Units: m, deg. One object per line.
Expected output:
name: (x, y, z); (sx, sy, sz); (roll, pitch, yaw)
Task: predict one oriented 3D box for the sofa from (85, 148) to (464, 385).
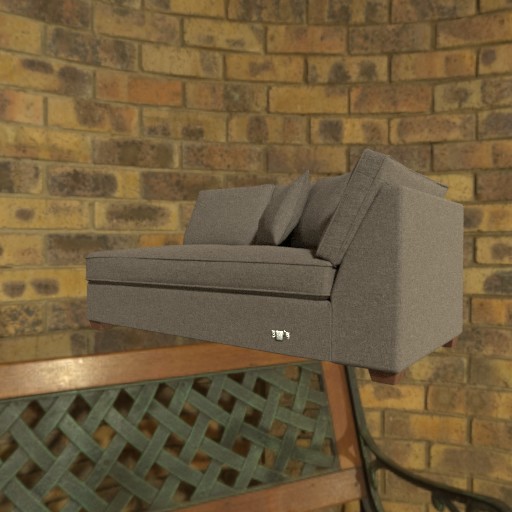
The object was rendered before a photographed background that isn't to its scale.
sofa: (0.000, 0.000, 2.839); (2.237, 1.033, 1.110); (1, 2, 37)
